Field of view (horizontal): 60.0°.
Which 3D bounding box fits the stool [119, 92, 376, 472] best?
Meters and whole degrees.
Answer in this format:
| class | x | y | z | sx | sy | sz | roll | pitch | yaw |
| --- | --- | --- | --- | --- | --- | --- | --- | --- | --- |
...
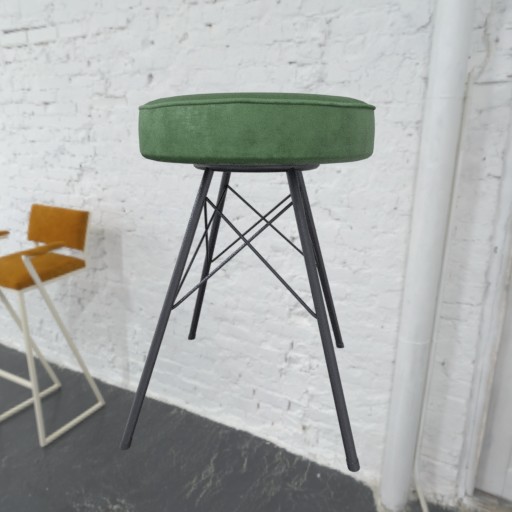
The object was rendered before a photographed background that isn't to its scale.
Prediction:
| class | x | y | z | sx | sy | sz | roll | pitch | yaw |
| --- | --- | --- | --- | --- | --- | --- | --- | --- | --- |
| stool | 0.000 | 0.000 | 0.889 | 0.430 | 0.595 | 0.457 | 2 | 15 | 7 |
